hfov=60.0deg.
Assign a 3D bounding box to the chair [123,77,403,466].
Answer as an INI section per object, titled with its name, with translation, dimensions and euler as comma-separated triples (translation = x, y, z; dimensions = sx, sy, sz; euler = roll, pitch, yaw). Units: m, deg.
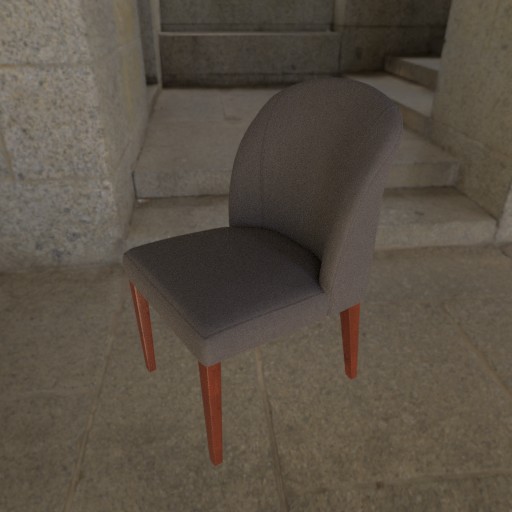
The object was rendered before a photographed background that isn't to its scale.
[chair]
translation = 0.000, 0.000, 1.240
dimensions = 0.619, 0.879, 0.506
euler = -20, 35, -30
